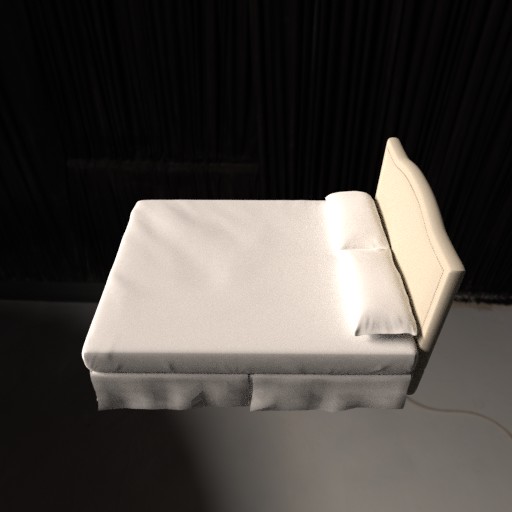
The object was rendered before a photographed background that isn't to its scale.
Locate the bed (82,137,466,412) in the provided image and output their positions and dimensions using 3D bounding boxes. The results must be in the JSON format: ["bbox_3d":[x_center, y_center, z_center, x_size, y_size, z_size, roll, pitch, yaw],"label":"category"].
[{"bbox_3d":[0.000,0.000,3.634,2.477,1.437,1.977,0,41,0],"label":"bed"}]
